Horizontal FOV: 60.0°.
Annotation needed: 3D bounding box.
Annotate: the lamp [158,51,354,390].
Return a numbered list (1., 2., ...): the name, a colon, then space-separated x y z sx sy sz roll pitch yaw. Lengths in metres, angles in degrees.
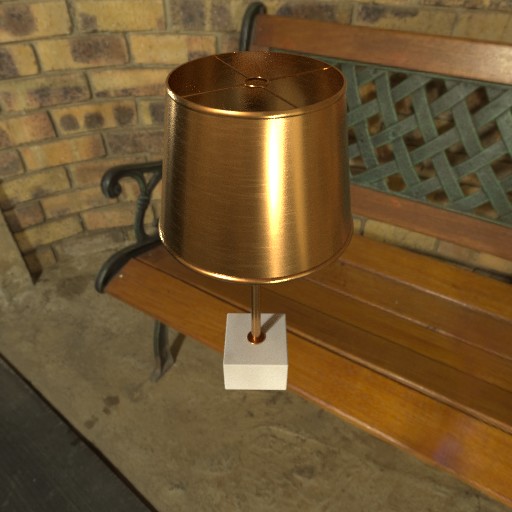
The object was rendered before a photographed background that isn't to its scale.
1. lamp: 0.000 0.000 0.515 0.208 0.406 0.208 0 40 0
